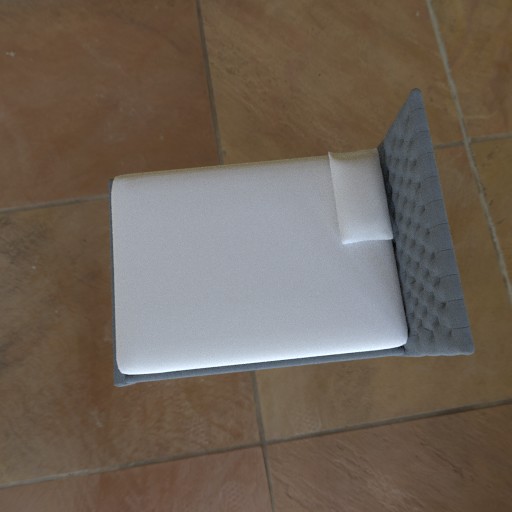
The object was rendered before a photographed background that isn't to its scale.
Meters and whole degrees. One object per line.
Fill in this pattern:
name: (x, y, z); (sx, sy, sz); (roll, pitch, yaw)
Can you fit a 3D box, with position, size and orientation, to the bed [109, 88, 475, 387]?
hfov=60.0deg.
bed: (0.000, 0.000, 3.310); (2.335, 1.411, 1.698); (-6, 77, -1)
